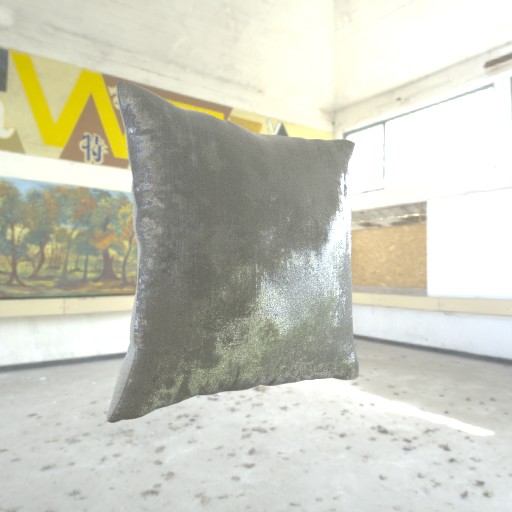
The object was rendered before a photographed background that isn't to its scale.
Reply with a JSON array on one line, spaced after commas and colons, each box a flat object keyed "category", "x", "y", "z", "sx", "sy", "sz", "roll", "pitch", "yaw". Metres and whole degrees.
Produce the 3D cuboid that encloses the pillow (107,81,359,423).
[{"category": "pillow", "x": 0.000, "y": 0.000, "z": 0.727, "sx": 0.470, "sy": 0.464, "sz": 0.175, "roll": 1, "pitch": -2, "yaw": -34}]
